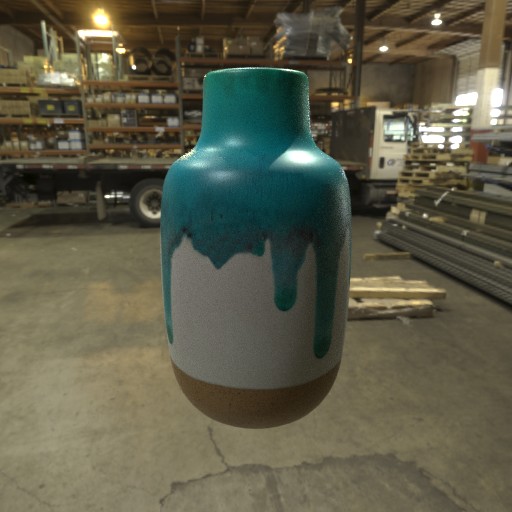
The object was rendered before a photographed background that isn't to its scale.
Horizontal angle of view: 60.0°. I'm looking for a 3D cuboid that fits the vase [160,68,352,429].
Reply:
[{"bbox_3d":[0.000,0.000,0.251,0.106,0.192,0.106,0,15,0],"label":"vase"}]
